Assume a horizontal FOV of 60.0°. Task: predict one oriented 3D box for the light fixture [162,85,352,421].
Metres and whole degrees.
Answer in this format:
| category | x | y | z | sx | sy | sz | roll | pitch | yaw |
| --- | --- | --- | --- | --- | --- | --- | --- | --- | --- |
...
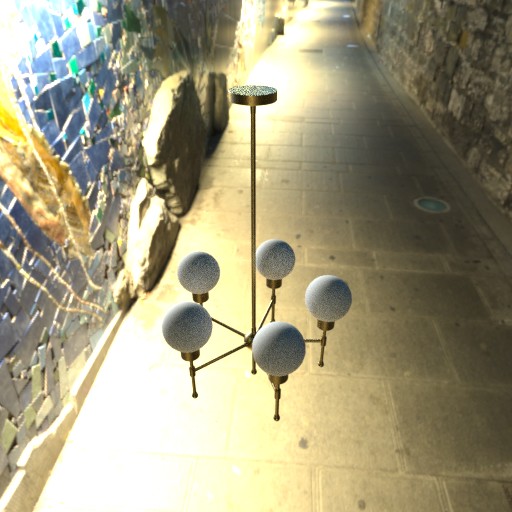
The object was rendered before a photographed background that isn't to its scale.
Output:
| category | x | y | z | sx | sy | sz | roll | pitch | yaw |
| --- | --- | --- | --- | --- | --- | --- | --- | --- | --- |
| light fixture | 0.000 | 0.000 | 1.840 | 0.815 | 1.331 | 0.785 | 10 | 34 | 16 |
